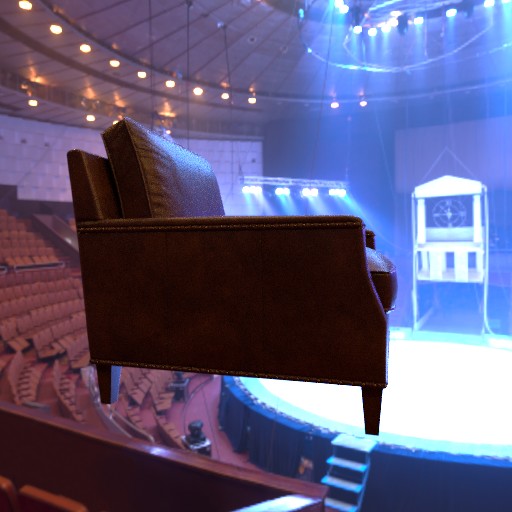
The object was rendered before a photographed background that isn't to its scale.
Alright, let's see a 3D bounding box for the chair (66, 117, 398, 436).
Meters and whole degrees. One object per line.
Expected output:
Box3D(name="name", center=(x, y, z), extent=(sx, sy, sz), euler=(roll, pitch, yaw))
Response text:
Box3D(name="chair", center=(0.000, 0.000, 1.665), extent=(1.014, 0.929, 0.853), euler=(0, 1, 17))
